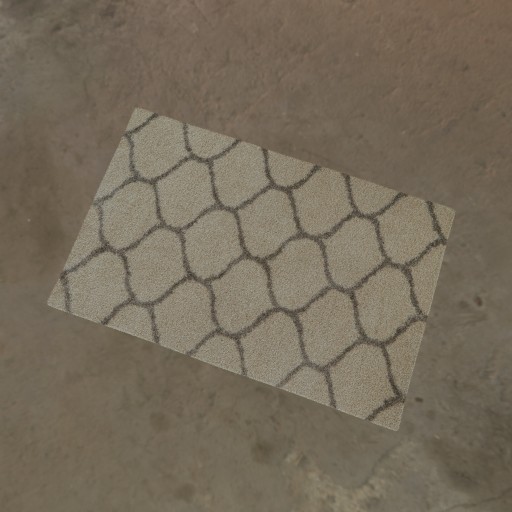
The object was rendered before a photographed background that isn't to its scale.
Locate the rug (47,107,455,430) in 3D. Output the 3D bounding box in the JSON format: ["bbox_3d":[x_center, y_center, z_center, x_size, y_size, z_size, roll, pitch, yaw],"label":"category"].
[{"bbox_3d":[0.000,0.000,2.937,2.348,0.024,1.501,19,78,4],"label":"rug"}]
